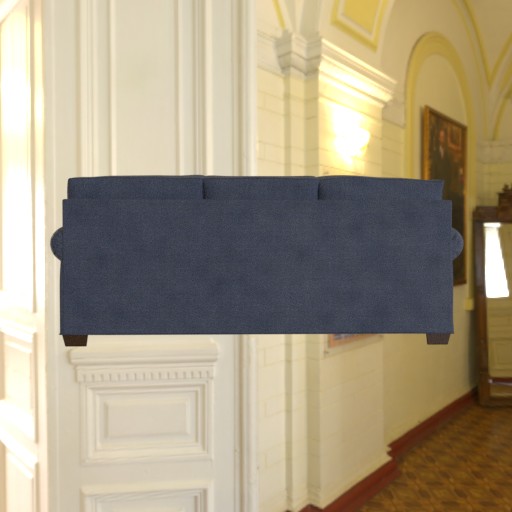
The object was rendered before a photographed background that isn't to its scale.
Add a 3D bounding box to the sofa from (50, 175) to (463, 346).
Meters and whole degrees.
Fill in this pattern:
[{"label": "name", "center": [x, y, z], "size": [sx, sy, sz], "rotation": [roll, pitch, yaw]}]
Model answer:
[{"label": "sofa", "center": [0.000, 0.000, 3.529], "size": [2.567, 1.063, 1.780], "rotation": [0, 1, -1]}]
